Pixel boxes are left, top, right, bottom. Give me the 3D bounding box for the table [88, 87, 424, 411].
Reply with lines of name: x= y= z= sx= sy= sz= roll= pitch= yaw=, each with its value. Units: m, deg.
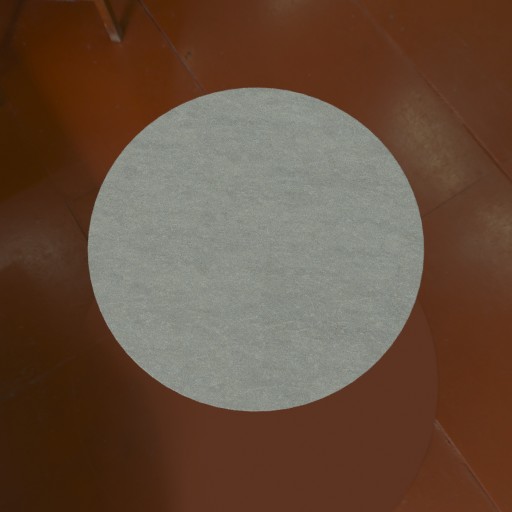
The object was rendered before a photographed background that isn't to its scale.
table: x=0.000 y=0.000 z=1.405 sx=0.889 sy=0.470 sz=0.889 roll=0 pitch=76 yaw=0
